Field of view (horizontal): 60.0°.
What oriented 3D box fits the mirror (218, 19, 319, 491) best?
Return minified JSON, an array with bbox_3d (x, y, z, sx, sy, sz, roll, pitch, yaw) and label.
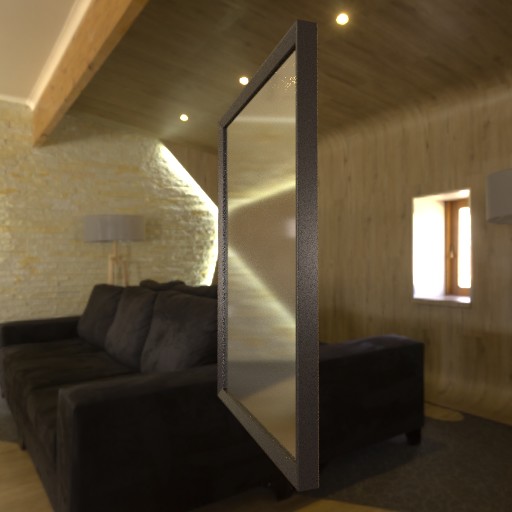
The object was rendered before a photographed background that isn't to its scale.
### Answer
[{"bbox_3d":[0.000,0.000,0.912,0.039,0.710,0.507,0,-1,-19],"label":"mirror"}]
